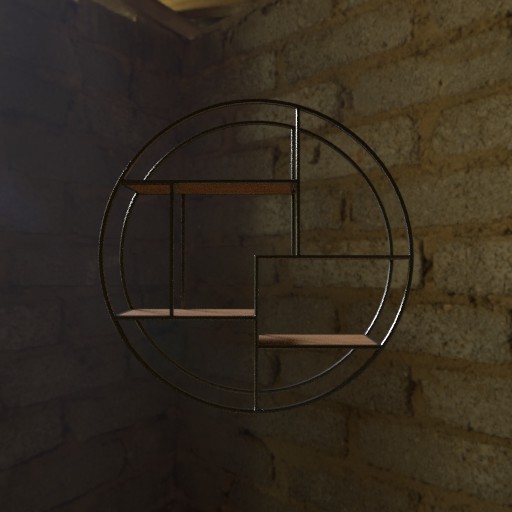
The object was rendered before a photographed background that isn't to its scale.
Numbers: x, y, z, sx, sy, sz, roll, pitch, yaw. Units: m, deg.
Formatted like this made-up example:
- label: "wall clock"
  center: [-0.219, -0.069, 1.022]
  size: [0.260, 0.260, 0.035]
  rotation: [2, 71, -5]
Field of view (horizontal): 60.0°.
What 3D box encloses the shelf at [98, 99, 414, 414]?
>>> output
- label: "shelf"
  center: [0.000, 0.000, 1.347]
  size: [0.888, 0.888, 0.202]
  rotation: [0, -1, 1]
